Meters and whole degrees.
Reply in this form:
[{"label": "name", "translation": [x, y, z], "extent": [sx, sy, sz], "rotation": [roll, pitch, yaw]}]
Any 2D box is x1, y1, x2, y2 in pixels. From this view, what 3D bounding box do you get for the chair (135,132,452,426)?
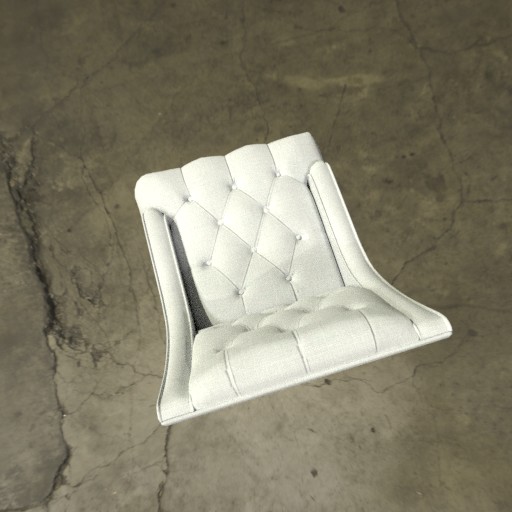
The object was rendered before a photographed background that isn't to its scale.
[{"label": "chair", "translation": [0.000, 0.000, 1.404], "extent": [0.658, 0.891, 0.772], "rotation": [-16, 76, -4]}]
